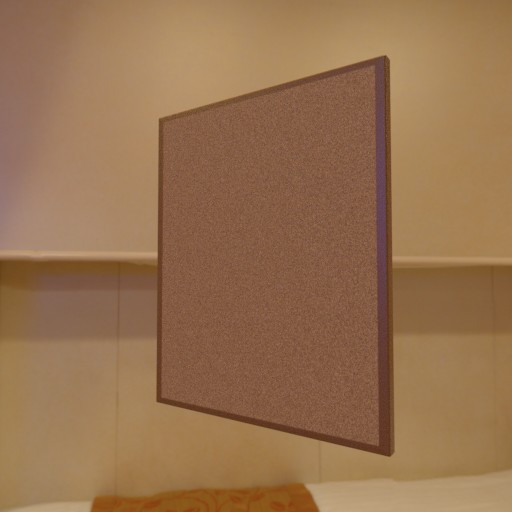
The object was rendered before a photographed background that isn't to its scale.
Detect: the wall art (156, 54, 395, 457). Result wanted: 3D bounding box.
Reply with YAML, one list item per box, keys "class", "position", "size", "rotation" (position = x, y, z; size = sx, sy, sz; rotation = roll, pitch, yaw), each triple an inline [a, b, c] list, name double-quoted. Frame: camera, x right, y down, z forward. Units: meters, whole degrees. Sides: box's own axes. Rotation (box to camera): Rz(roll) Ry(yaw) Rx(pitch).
- class: "wall art"
  position: [0.000, 0.000, 0.509]
  size: [0.310, 0.379, 0.015]
  rotation: [-2, -3, 34]
